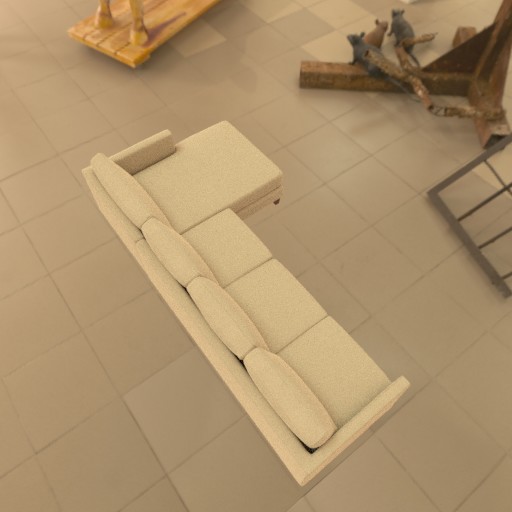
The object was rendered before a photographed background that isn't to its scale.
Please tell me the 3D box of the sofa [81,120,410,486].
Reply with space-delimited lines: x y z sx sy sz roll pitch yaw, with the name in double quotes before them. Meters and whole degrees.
"sofa" 0.000 0.000 3.833 1.625 0.861 3.186 -33 63 -19
